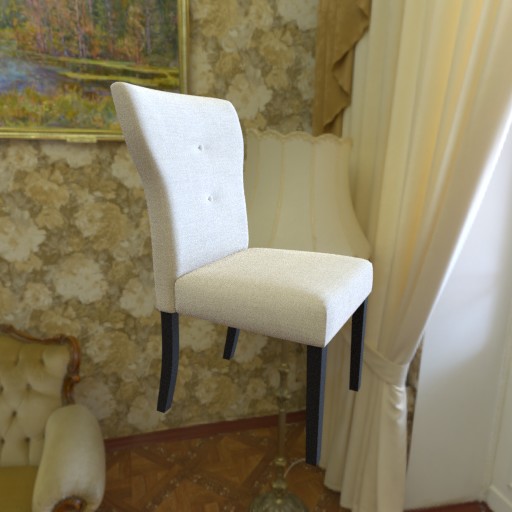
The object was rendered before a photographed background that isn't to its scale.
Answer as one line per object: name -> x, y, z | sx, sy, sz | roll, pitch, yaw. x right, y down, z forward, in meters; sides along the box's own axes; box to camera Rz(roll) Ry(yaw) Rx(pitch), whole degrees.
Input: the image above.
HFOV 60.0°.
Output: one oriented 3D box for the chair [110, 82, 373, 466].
chair -> 0.000, 0.000, 1.282 | 0.597, 0.921, 0.509 | 7, 16, 27
